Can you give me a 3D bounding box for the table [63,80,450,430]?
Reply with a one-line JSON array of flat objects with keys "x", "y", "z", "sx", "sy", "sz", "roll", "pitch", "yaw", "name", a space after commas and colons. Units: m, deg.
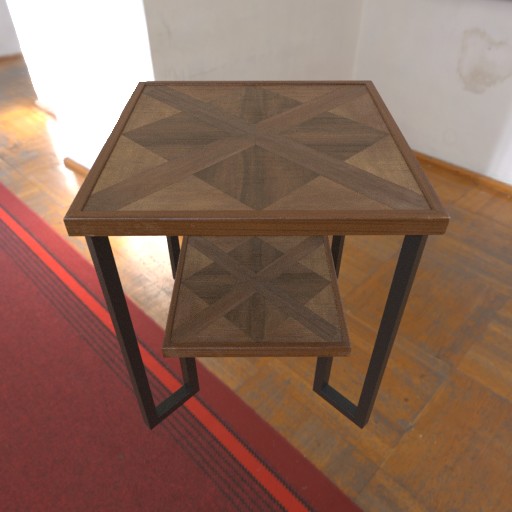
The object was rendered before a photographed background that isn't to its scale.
[{"x": 0.000, "y": 0.000, "z": 0.946, "sx": 0.503, "sy": 0.563, "sz": 0.503, "roll": 0, "pitch": 41, "yaw": 0, "name": "table"}]
